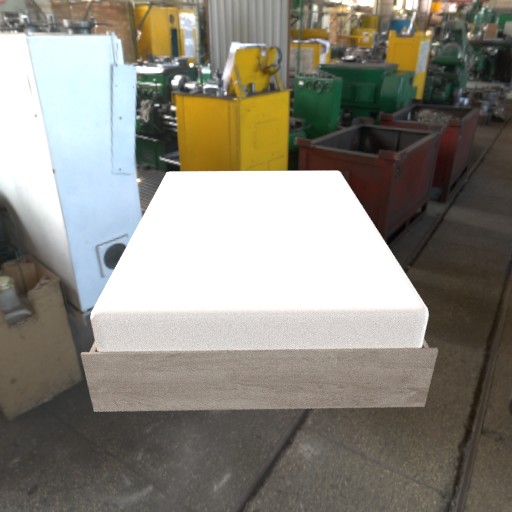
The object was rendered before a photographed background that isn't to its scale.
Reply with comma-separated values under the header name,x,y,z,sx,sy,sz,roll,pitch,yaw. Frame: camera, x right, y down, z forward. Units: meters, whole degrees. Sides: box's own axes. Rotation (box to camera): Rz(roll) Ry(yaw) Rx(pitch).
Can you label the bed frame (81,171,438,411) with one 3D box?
name,x,y,z,sx,sy,sz,roll,pitch,yaw
bed frame,0.000,0.000,2.684,1.445,0.497,1.945,-1,28,-1
